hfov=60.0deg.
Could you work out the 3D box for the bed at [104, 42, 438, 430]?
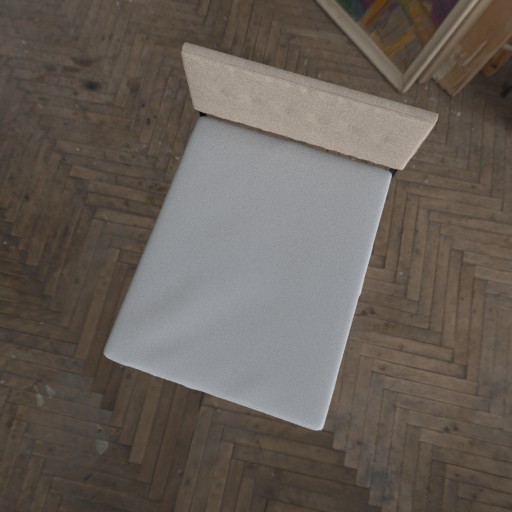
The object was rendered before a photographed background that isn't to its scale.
[{"bbox_3d":[0.000,0.000,3.005,1.643,1.270,1.978,18,76,5],"label":"bed"}]
